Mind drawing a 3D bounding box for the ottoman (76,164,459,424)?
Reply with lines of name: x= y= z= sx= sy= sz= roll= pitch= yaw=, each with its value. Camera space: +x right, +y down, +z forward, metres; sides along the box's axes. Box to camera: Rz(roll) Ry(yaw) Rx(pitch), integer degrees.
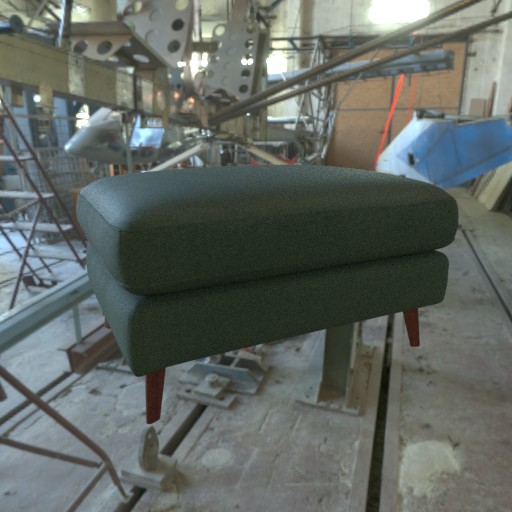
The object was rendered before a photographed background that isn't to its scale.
ottoman: x=0.000 y=0.000 z=1.150 sx=0.811 sy=0.449 sz=0.608 roll=-8 pitch=17 yaw=-26
